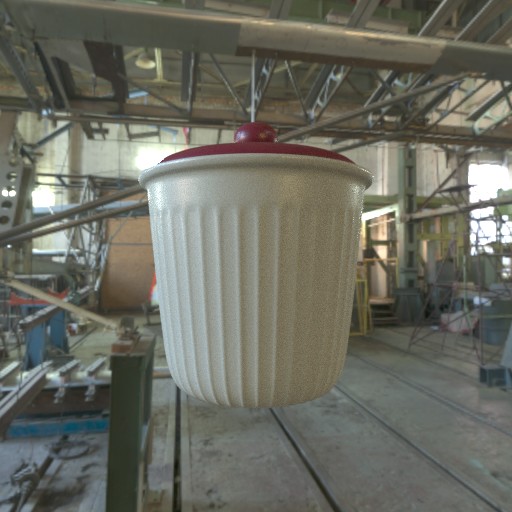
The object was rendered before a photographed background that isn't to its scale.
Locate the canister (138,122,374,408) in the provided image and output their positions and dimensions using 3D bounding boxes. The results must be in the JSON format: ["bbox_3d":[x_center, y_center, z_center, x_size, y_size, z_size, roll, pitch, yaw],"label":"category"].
[{"bbox_3d":[0.000,0.000,0.351,0.181,0.211,0.181,0,-1,0],"label":"canister"}]
